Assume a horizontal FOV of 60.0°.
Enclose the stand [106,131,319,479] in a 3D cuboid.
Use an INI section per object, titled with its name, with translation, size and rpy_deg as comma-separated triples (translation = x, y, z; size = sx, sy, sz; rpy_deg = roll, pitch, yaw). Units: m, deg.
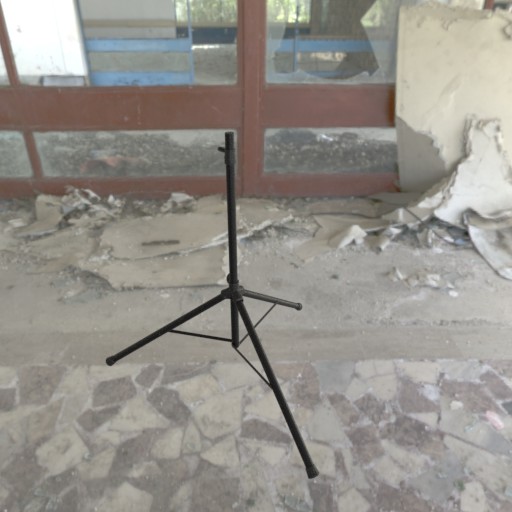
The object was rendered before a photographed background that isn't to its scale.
[stand]
translation = 0.000, 0.000, 2.737
size = 1.596, 1.595, 1.339
rpy_deg = 18, 34, 29
